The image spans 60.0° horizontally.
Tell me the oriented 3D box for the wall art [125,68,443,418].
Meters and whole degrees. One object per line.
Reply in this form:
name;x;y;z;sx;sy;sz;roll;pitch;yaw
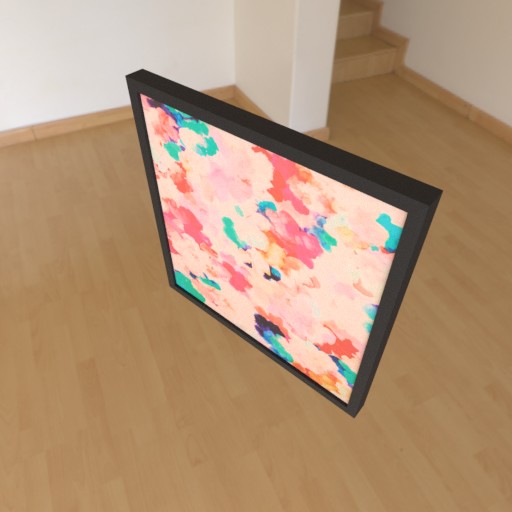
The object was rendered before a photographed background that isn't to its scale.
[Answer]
wall art;0.000;0.000;0.769;0.506;0.503;0.036;31;53;27
